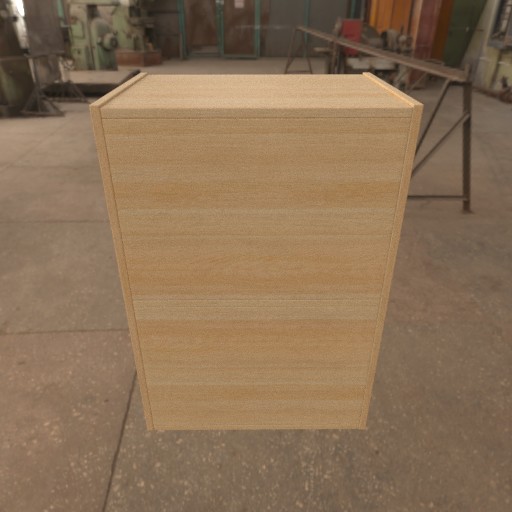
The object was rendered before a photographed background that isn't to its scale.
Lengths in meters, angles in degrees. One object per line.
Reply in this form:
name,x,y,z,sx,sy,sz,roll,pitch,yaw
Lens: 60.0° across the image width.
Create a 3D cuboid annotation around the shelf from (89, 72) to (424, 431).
shelf,0.000,0.000,0.815,0.414,0.592,0.290,0,30,0
